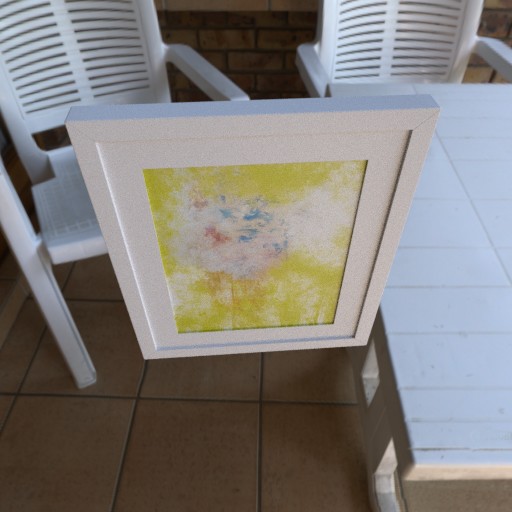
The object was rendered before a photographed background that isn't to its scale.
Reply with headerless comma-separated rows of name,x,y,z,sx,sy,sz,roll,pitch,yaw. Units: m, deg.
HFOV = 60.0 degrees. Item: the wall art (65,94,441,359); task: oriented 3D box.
wall art,0.000,0.000,0.532,0.331,0.381,0.028,-3,46,-3
